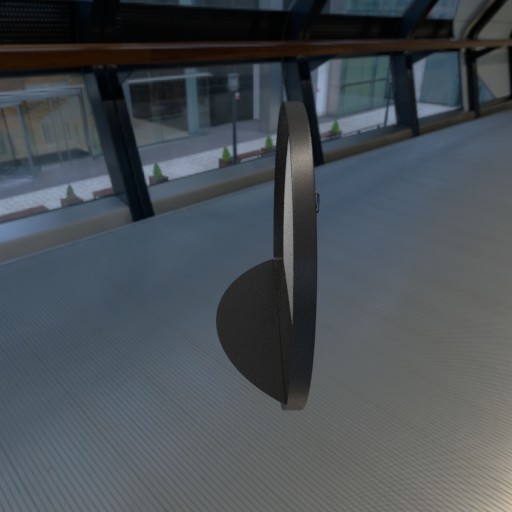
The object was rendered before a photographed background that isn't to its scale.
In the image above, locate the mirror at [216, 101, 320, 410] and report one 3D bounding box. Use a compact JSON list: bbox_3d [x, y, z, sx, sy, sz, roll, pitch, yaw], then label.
[{"bbox_3d":[0.000,0.000,0.694,0.133,0.457,0.457,0,28,0],"label":"mirror"}]
